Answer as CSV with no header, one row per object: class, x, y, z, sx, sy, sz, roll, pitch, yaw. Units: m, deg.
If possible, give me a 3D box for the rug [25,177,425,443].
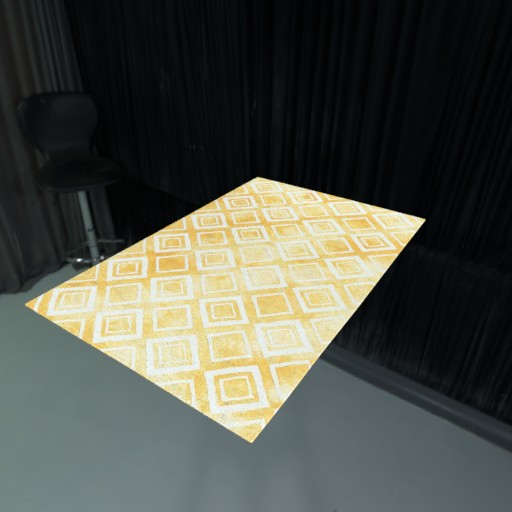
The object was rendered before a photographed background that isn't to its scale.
rug,0.000,0.000,2.289,1.213,0.010,1.829,20,36,29
